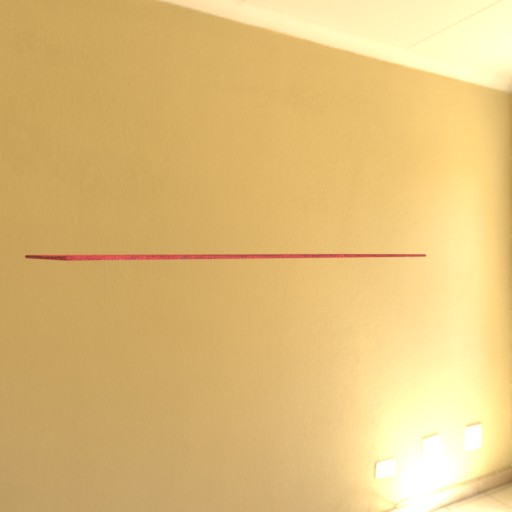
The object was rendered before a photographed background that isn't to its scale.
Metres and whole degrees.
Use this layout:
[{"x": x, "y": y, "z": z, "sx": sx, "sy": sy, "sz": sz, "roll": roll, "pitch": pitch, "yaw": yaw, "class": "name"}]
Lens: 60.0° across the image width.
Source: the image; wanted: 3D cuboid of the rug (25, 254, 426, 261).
[{"x": 0.000, "y": 0.000, "z": 2.745, "sx": 2.439, "sy": 0.018, "sz": 0.813, "roll": 0, "pitch": 1, "yaw": -37, "class": "rug"}]
